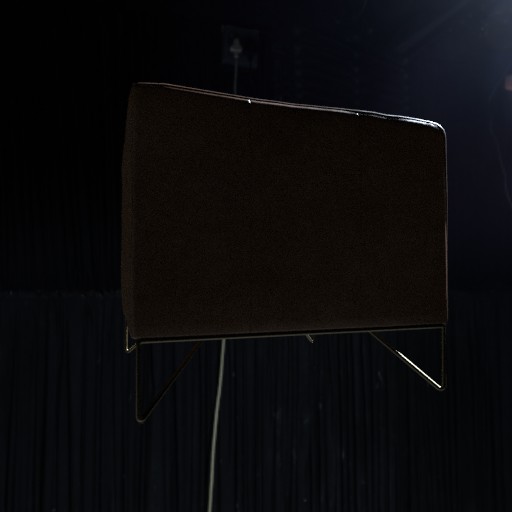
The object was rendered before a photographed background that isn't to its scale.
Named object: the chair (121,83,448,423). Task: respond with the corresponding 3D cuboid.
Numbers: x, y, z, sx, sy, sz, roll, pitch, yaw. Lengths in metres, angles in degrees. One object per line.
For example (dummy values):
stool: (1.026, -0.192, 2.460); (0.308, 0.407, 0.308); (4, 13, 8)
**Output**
chair: (0.000, 0.000, 1.578); (0.912, 0.797, 0.920); (0, -1, -18)
